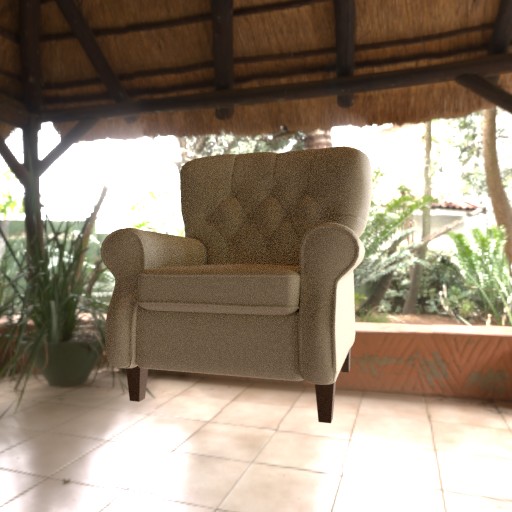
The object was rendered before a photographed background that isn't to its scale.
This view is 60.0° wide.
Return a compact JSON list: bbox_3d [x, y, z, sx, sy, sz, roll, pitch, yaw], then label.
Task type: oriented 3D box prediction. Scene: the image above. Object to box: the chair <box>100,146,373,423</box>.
[{"bbox_3d":[0.000,0.000,2.083,1.035,1.169,1.132,0,0,17],"label":"chair"}]
